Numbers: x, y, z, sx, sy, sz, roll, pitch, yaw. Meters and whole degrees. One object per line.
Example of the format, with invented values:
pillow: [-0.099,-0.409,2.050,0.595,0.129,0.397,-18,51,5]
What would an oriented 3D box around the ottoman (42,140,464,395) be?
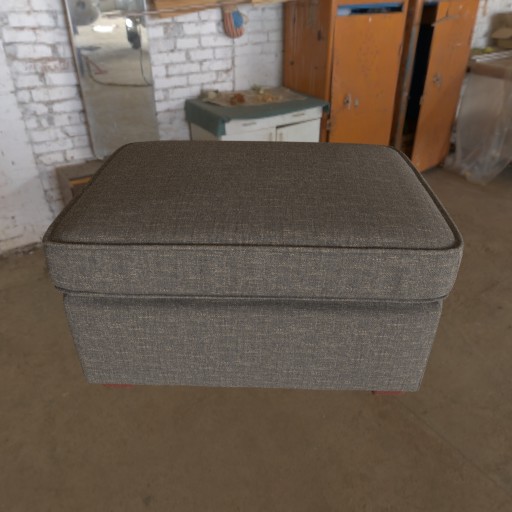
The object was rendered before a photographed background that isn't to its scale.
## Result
ottoman: [0.000,0.000,1.055,0.749,0.450,0.549,1,33,2]
